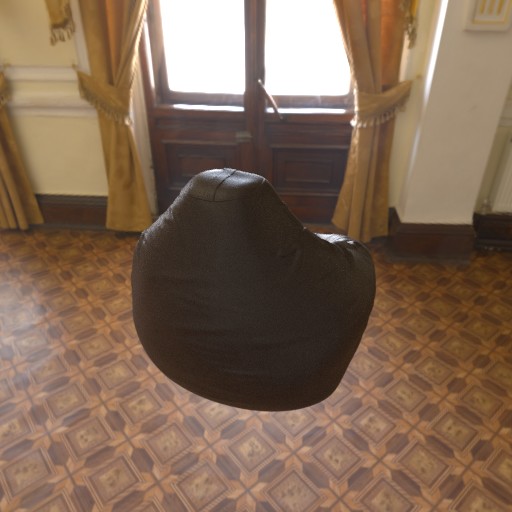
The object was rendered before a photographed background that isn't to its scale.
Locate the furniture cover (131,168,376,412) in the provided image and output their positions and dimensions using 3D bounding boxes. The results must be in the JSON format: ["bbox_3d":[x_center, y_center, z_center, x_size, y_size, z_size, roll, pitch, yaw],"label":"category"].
[{"bbox_3d":[0.000,0.000,1.969,1.070,0.990,1.070,10,33,15],"label":"furniture cover"}]
